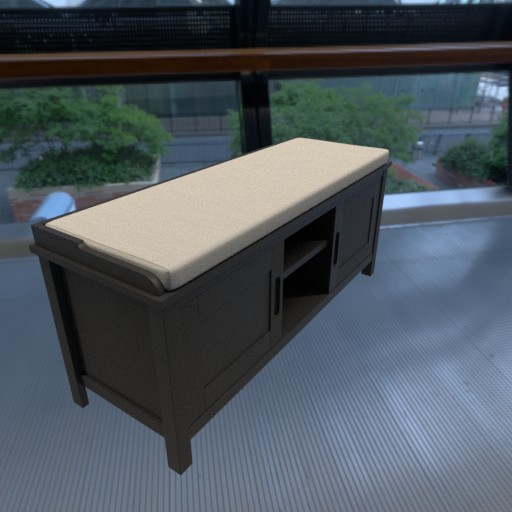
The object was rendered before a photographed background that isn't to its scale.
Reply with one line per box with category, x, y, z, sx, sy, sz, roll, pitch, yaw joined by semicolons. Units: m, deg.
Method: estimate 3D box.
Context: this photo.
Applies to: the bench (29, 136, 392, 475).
bench;0.000;0.000;1.359;0.398;0.501;1.140;17;31;31
